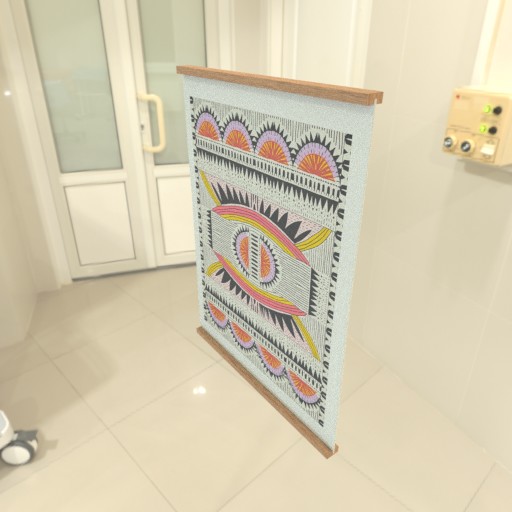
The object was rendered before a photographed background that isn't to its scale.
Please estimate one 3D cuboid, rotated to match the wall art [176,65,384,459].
[{"bbox_3d":[0.000,0.000,0.805,0.028,0.609,0.456,-19,33,-32],"label":"wall art"}]
